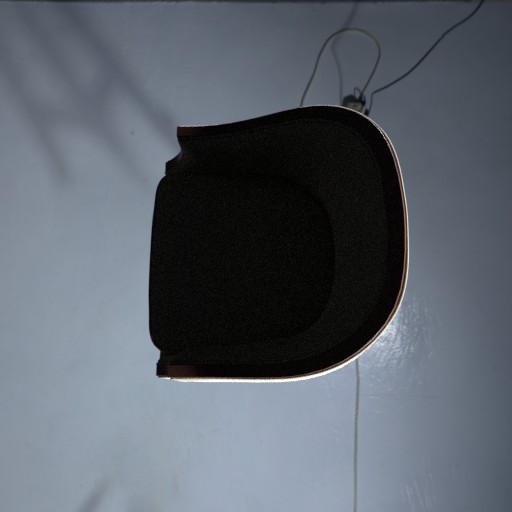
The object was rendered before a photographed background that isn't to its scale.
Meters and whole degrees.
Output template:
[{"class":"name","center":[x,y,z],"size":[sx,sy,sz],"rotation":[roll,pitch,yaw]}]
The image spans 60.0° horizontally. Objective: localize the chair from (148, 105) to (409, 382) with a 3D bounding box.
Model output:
[{"class":"chair","center":[0.000,0.000,1.480],"size":[0.735,0.876,0.803],"rotation":[0,76,0]}]
